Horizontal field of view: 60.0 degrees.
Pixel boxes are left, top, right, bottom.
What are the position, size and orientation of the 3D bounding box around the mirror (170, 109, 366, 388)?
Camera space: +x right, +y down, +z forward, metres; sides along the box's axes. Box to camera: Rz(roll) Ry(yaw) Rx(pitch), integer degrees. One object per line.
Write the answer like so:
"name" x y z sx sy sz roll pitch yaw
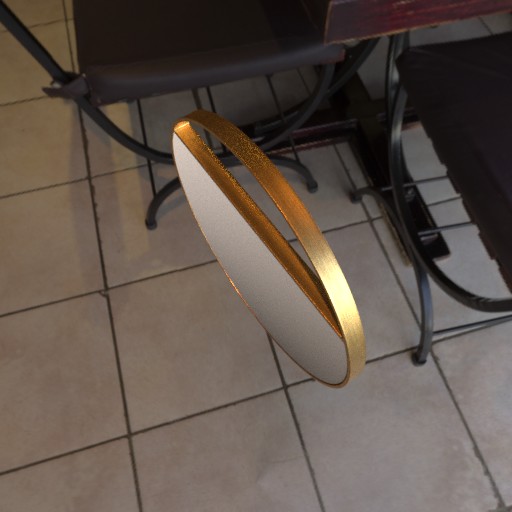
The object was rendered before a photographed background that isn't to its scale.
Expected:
"mirror" 0.000 0.000 0.844 0.032 0.565 0.565 -32 67 -15
